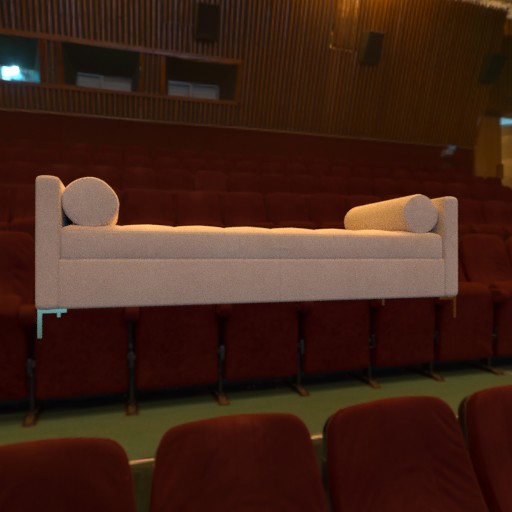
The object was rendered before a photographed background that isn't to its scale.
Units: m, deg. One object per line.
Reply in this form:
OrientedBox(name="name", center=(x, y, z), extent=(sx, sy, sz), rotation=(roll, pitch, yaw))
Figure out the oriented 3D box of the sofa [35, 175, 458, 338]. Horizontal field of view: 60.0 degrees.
OrientedBox(name="sofa", center=(0.000, 0.000, 2.304), extent=(1.981, 0.635, 0.686), rotation=(0, 0, -18))
